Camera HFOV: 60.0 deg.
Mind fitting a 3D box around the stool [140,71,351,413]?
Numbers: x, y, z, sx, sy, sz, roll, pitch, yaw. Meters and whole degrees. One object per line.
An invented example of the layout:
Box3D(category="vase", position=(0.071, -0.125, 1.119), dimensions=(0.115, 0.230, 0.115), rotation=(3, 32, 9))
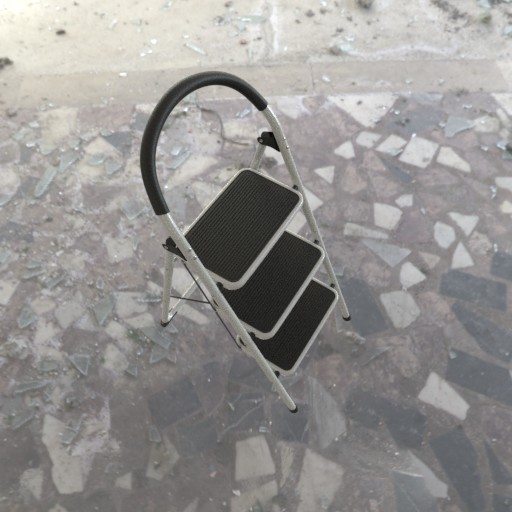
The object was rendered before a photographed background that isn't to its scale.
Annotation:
Box3D(category="stool", position=(0.000, 0.000, 1.436), dimensions=(0.676, 1.109, 0.485), rotation=(29, 63, 16))
